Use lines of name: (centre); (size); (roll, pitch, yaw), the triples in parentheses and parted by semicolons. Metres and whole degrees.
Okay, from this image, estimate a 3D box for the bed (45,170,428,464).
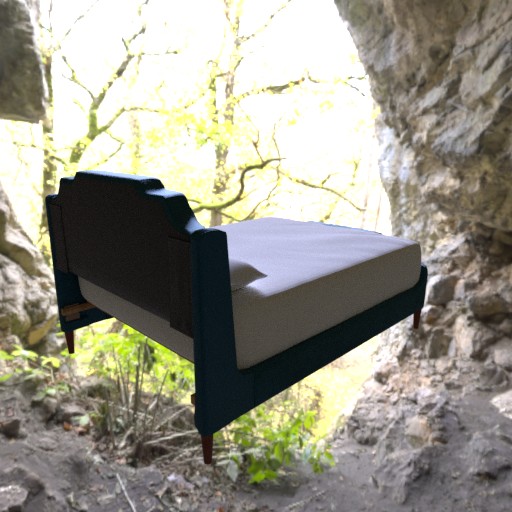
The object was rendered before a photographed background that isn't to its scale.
bed: (0.000, 0.000, 3.280); (2.322, 1.338, 1.678); (-15, 21, -43)
